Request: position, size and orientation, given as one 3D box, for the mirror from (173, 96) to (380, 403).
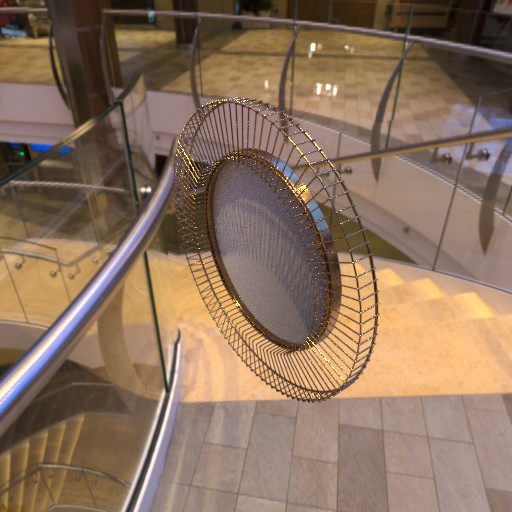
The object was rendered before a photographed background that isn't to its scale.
[{"bbox_3d":[0.000,0.000,1.035,0.067,0.703,0.703,-22,39,-30],"label":"mirror"}]
